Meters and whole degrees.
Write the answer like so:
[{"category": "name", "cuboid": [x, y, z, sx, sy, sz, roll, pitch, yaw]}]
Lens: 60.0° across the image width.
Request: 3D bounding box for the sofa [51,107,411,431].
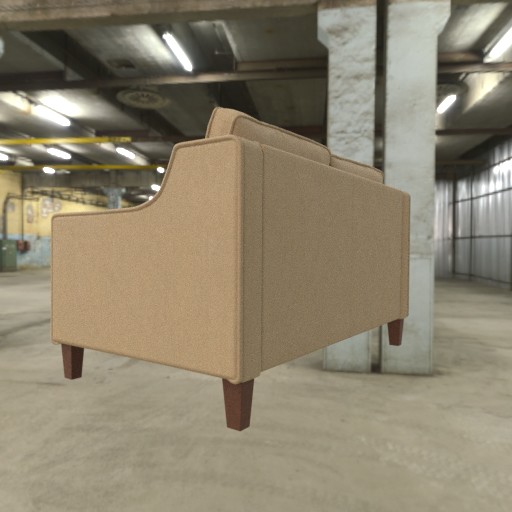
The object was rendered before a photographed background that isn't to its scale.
[{"category": "sofa", "cuboid": [0.000, 0.000, 2.091, 0.987, 0.971, 1.501, 1, 1, 36]}]
